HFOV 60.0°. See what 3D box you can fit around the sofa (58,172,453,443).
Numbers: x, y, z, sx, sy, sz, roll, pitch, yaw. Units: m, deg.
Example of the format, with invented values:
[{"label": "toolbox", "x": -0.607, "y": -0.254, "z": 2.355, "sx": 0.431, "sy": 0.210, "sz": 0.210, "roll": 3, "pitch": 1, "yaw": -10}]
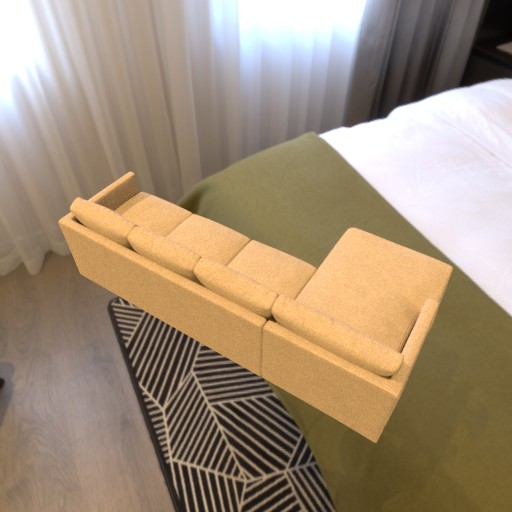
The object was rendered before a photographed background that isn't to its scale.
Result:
[{"label": "sofa", "x": 0.000, "y": 0.000, "z": 4.050, "sx": 3.198, "sy": 0.920, "sz": 1.638, "roll": 24, "pitch": 50, "yaw": 22}]
